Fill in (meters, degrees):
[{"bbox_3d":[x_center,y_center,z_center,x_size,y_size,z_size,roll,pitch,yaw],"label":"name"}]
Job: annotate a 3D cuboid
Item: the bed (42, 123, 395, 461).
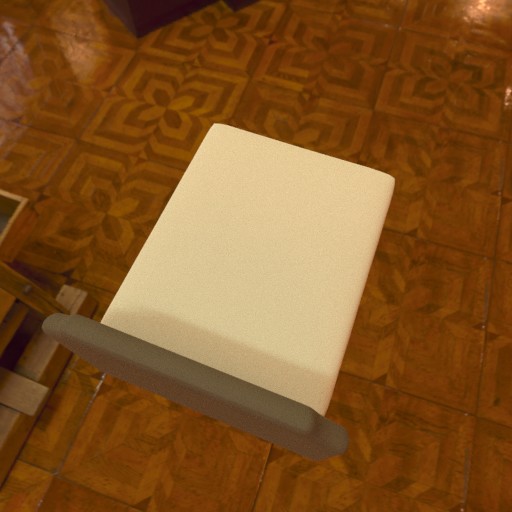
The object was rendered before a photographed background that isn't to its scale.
[{"bbox_3d":[0.000,0.000,3.213,1.831,1.297,2.181,19,65,9],"label":"bed"}]
